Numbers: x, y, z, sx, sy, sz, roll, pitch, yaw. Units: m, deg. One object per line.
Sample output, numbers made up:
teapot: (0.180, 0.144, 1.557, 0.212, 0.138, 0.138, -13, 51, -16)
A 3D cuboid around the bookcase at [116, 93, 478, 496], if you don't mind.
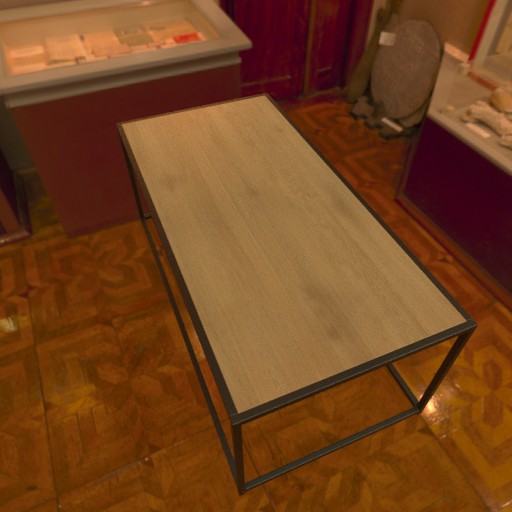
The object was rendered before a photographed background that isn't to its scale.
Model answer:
bookcase: (0.000, 0.000, 1.237, 0.500, 0.400, 1.000, -17, 49, -15)
